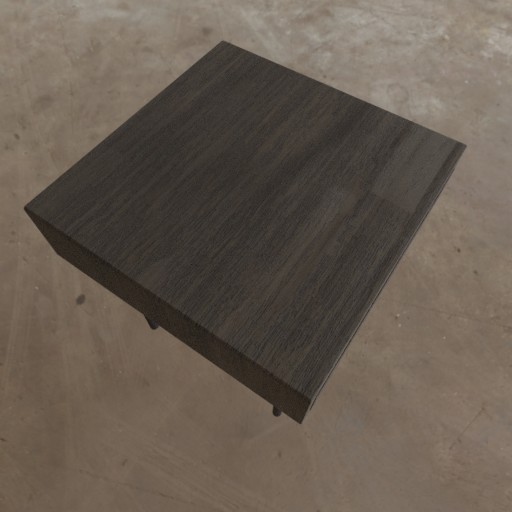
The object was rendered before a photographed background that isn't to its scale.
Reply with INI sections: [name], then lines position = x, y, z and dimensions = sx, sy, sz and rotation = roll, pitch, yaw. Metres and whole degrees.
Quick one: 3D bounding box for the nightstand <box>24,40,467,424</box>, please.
[nightstand]
position = 0.000, 0.000, 0.907
dimensions = 0.503, 0.497, 0.502
rotation = 31, 64, 17
